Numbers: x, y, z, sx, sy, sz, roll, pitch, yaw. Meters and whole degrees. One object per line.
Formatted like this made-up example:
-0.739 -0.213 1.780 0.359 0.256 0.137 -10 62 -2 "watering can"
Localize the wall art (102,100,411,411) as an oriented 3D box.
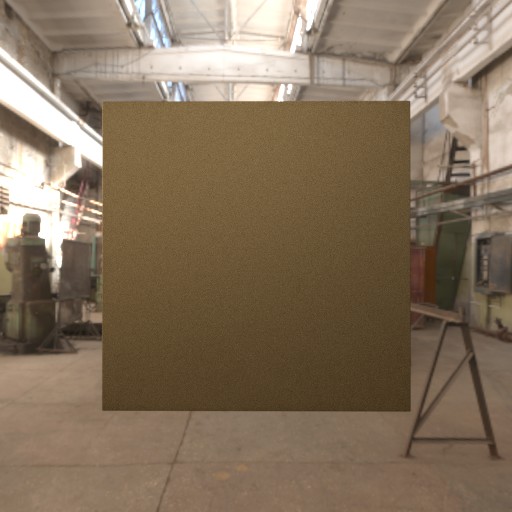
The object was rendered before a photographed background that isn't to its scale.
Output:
0.000 0.000 0.738 0.503 0.506 0.031 0 0 0 "wall art"
